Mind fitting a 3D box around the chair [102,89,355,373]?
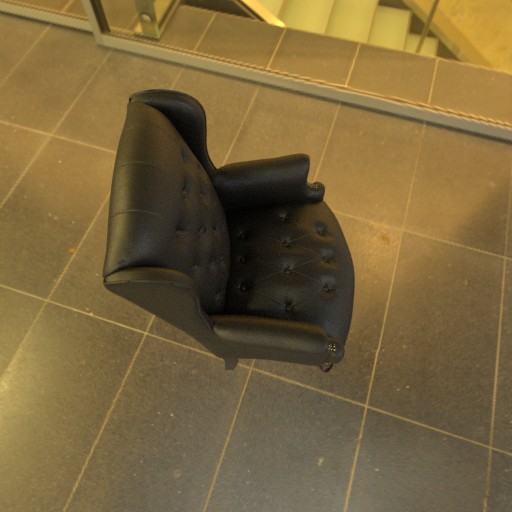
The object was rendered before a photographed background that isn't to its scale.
[{"bbox_3d":[0.000,0.000,1.718,0.822,1.133,0.831,-1,63,-1],"label":"chair"}]
